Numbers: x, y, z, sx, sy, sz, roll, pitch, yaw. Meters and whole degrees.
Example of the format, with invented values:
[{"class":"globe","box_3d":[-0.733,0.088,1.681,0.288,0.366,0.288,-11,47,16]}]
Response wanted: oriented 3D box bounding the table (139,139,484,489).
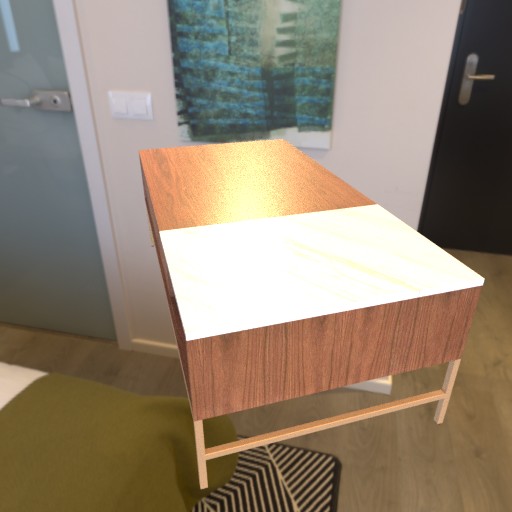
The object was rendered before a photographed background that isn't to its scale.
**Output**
[{"class":"table","box_3d":[0.000,0.000,1.852,0.789,0.551,1.553,-8,30,-15]}]
